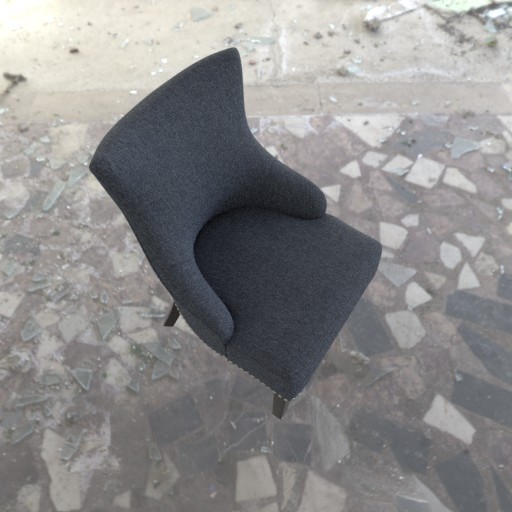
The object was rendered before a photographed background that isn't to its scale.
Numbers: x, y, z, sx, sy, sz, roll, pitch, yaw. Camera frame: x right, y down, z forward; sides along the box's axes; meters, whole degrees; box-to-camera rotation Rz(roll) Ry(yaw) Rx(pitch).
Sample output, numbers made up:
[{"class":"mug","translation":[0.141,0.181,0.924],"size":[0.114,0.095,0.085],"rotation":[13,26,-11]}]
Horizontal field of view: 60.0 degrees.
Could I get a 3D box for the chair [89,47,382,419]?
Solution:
[{"class":"chair","translation":[0.000,0.000,1.314],"size":[0.629,0.909,0.566],"rotation":[30,62,18]}]
